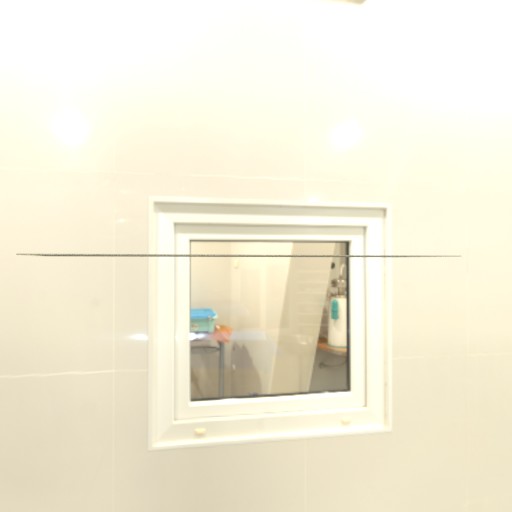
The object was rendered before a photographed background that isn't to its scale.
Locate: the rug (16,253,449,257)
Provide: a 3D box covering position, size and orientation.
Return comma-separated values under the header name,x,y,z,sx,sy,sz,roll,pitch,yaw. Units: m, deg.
name,x,y,z,sx,sy,sz,roll,pitch,yaw
rug,0.000,0.000,2.637,2.437,0.005,0.688,0,-1,-19
